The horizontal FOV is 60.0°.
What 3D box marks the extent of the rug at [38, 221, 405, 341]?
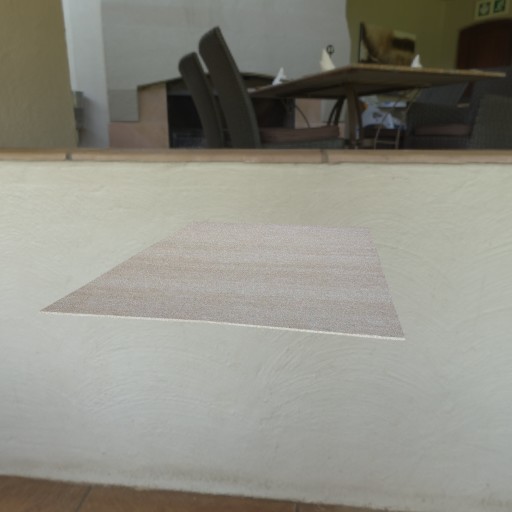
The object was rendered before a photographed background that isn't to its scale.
[{"bbox_3d":[0.000,0.000,3.733,2.032,0.038,2.869,3,15,10],"label":"rug"}]
